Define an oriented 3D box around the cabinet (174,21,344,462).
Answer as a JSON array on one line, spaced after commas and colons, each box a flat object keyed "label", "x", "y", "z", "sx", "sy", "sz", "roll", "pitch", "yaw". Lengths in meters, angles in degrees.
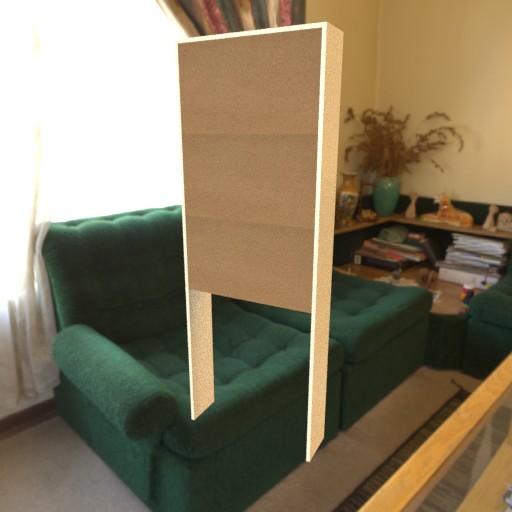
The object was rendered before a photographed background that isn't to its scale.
[{"label": "cabinet", "x": 0.000, "y": 0.000, "z": 1.957, "sx": 0.643, "sy": 1.770, "sz": 0.192, "roll": 8, "pitch": 18, "yaw": 27}]
